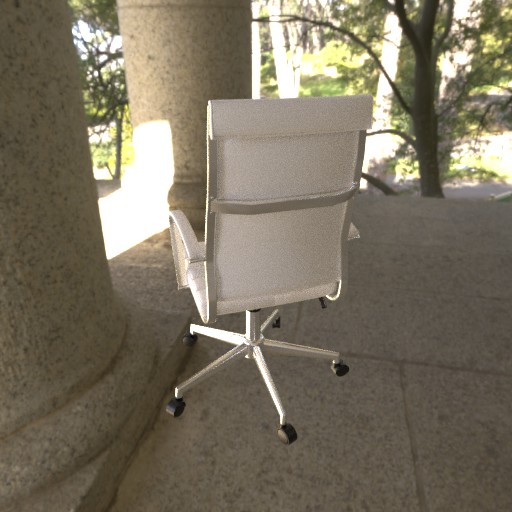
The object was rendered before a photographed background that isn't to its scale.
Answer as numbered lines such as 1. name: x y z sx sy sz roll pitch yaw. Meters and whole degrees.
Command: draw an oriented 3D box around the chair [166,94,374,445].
1. chair: 0.000 0.000 1.607 0.766 1.149 0.739 -8 27 -16
